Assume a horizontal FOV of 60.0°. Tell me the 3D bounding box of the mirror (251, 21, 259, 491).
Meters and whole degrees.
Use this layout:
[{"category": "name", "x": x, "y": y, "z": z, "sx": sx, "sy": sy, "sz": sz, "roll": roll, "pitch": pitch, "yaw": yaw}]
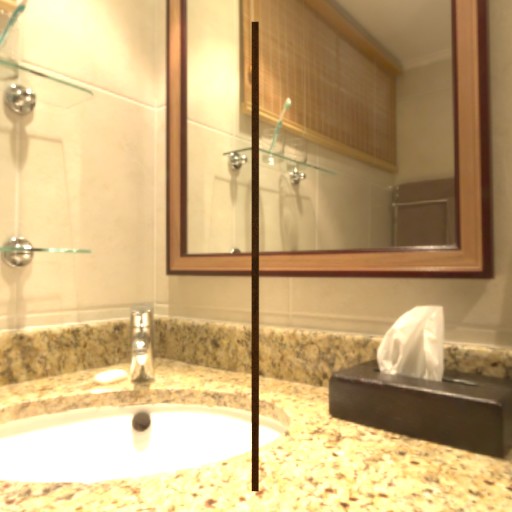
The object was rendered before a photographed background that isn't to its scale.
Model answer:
[{"category": "mirror", "x": 0.000, "y": 0.000, "z": 2.322, "sx": 0.032, "sy": 2.031, "sz": 0.812, "roll": 0, "pitch": -1, "yaw": 0}]
